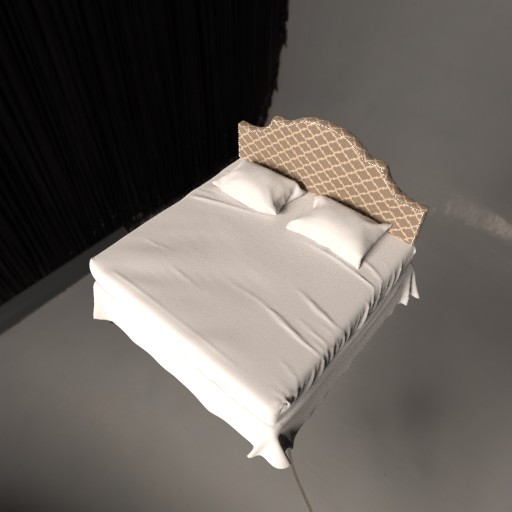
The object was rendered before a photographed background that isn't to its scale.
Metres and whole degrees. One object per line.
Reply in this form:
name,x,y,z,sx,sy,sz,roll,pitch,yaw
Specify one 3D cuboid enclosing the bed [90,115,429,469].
bed,0.000,0.000,3.709,2.314,1.601,2.222,32,55,26
